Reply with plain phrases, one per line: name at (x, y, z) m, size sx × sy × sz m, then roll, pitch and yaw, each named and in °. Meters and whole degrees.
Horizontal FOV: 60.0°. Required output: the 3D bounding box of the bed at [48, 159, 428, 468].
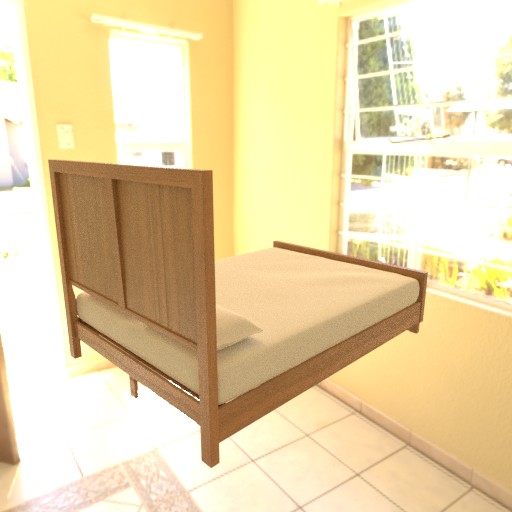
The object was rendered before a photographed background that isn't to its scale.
bed at (0.000, 0.000, 3.222) m, size 2.184 × 1.387 × 1.606 m, roll -14°, pitch 20°, yaw -43°
